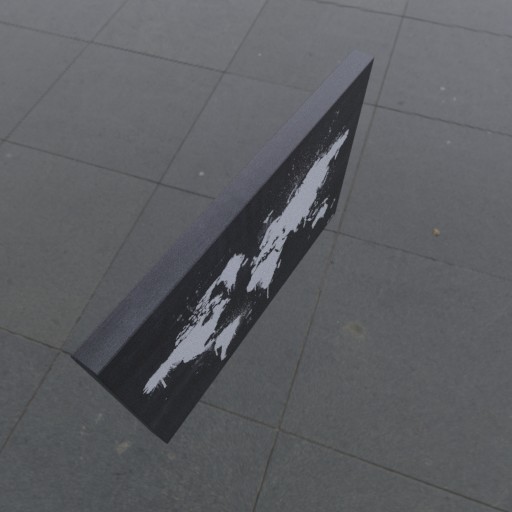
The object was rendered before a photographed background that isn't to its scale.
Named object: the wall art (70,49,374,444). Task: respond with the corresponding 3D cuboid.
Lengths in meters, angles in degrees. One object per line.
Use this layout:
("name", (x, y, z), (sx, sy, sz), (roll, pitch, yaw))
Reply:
("wall art", (0.000, 0.000, 0.742), (0.038, 0.409, 0.610), (30, 63, 17))
